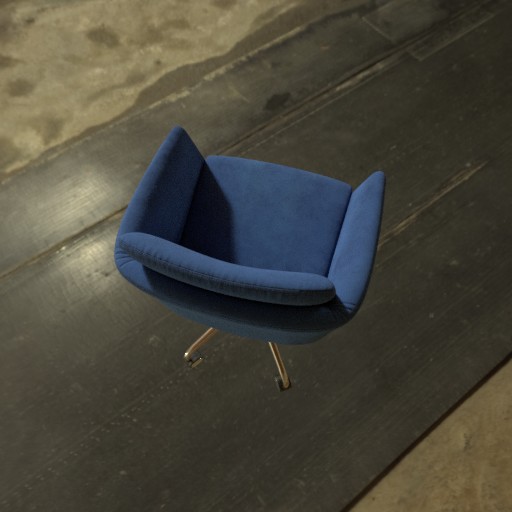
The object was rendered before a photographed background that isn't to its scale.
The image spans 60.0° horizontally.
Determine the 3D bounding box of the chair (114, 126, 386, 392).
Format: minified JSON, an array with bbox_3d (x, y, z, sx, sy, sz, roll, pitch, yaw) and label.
[{"bbox_3d":[0.000,0.000,1.365,0.641,0.908,0.635,13,64,7],"label":"chair"}]
